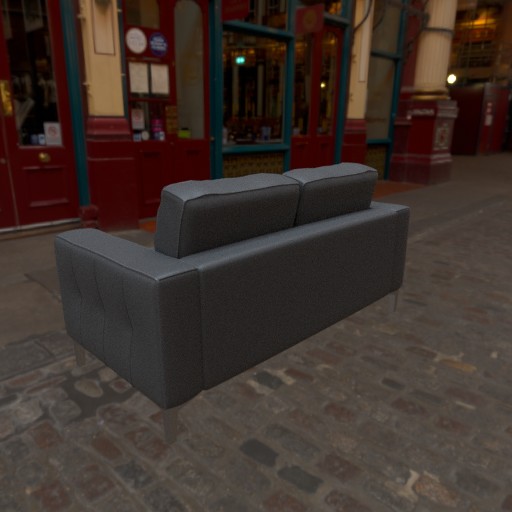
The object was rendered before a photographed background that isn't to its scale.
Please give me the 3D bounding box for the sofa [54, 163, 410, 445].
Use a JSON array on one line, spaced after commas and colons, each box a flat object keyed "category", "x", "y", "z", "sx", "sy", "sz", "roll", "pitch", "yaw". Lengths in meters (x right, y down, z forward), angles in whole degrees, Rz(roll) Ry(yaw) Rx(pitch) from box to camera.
[{"category": "sofa", "x": 0.000, "y": 0.000, "z": 2.272, "sx": 0.833, "sy": 0.893, "sz": 1.726, "roll": 16, "pitch": 24, "yaw": 42}]
